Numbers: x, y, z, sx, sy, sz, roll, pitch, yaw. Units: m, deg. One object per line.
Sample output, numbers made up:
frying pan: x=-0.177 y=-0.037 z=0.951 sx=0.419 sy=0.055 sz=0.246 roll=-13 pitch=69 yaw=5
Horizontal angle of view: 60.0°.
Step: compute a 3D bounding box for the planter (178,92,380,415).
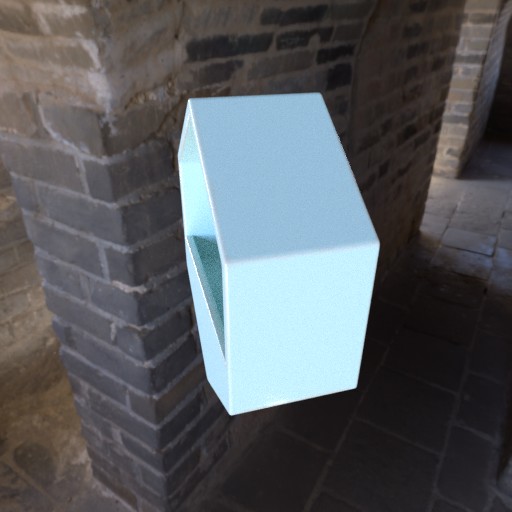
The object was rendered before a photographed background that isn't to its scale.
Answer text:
planter: x=0.000 y=0.000 z=0.298 sx=0.078 sy=0.207 sz=0.169 roll=-8 pitch=31 yaw=-14
